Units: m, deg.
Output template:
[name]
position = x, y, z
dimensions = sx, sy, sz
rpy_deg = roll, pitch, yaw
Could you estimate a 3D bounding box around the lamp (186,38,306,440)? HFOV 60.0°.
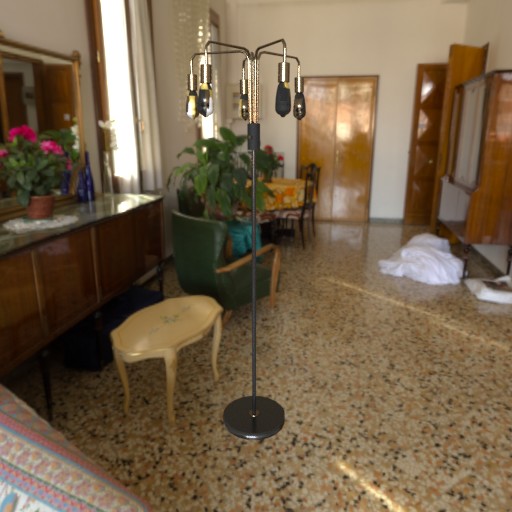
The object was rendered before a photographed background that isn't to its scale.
[lamp]
position = 0.000, 0.000, 2.008
dimensions = 0.572, 1.721, 0.599
rpy_deg = -7, 17, -24
